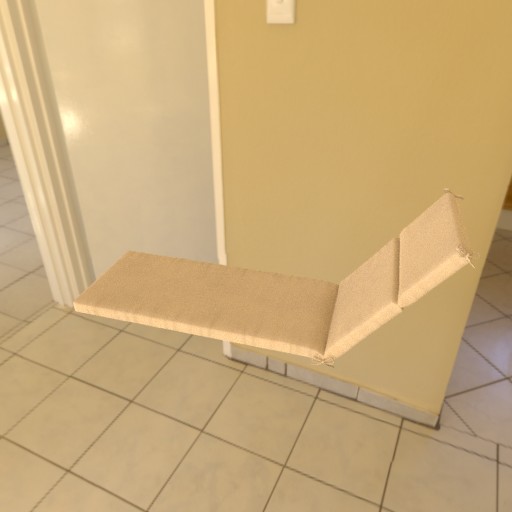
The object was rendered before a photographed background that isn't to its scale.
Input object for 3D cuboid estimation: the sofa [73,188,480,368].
[{"bbox_3d":[0.000,0.000,1.976,1.663,0.622,0.582,8,32,14],"label":"sofa"}]
